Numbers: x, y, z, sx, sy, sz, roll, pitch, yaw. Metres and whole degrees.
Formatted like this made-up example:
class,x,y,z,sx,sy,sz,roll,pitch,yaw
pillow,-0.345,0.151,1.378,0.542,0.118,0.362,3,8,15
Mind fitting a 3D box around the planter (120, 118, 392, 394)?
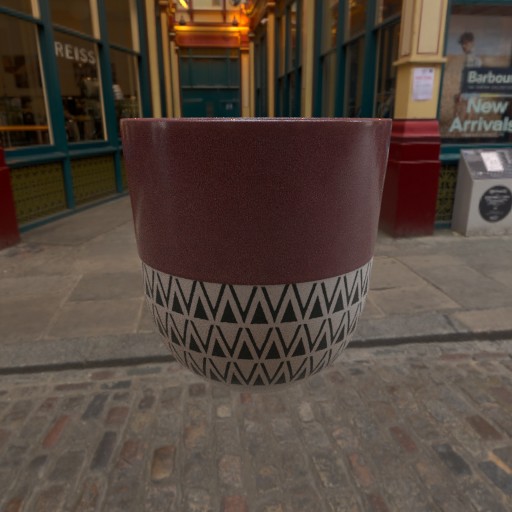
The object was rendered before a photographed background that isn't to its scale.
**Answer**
class,x,y,z,sx,sy,sz,roll,pitch,yaw
planter,0.000,0.000,0.362,0.195,0.214,0.195,0,18,0
